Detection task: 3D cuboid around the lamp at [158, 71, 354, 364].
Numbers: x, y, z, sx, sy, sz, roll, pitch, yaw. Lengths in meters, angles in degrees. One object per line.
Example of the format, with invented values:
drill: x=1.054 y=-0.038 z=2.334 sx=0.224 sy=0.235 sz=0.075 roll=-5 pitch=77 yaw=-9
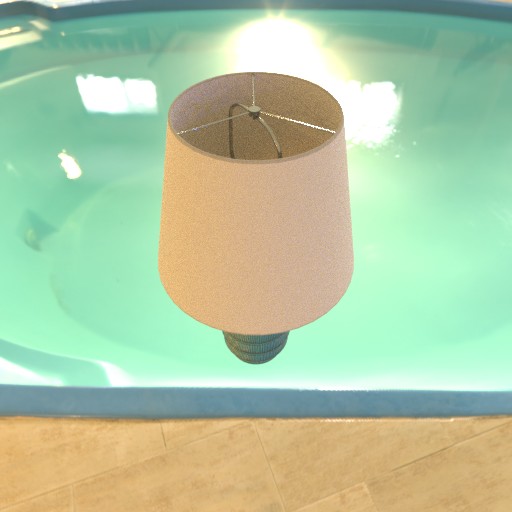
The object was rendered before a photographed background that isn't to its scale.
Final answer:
lamp: x=0.000 y=0.000 z=0.817 sx=0.355 sy=0.582 sz=0.355 roll=0 pitch=47 yaw=0
